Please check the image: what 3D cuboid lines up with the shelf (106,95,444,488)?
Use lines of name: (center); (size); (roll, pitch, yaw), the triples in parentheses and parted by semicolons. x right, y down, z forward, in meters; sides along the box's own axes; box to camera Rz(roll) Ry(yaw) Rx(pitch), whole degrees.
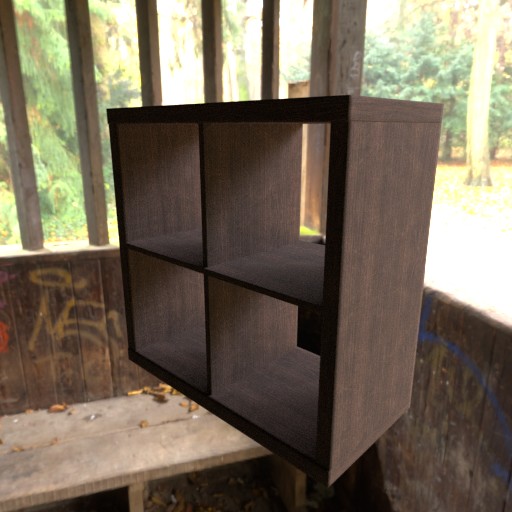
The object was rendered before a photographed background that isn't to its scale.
shelf: (0.000, 0.000, 1.228); (0.790, 0.786, 0.390); (15, 22, 41)
